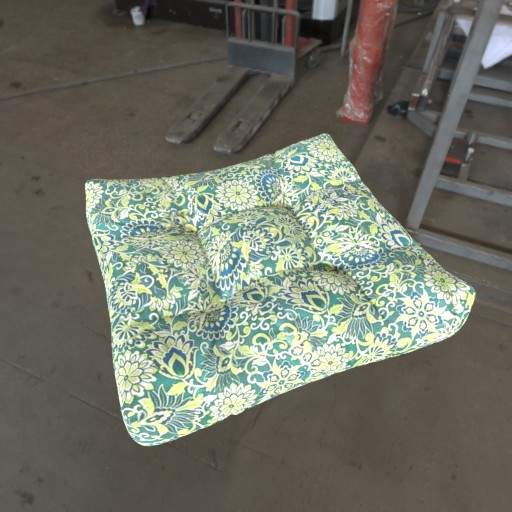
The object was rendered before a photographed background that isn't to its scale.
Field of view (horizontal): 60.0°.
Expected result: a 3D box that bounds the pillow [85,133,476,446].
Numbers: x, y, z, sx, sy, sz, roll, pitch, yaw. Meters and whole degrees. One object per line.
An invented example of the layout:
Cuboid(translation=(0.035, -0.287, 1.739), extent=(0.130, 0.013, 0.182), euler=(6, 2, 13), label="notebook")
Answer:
Cuboid(translation=(0.000, 0.000, 0.718), extent=(0.490, 0.128, 0.468), euler=(-15, 49, -14), label="pillow")
